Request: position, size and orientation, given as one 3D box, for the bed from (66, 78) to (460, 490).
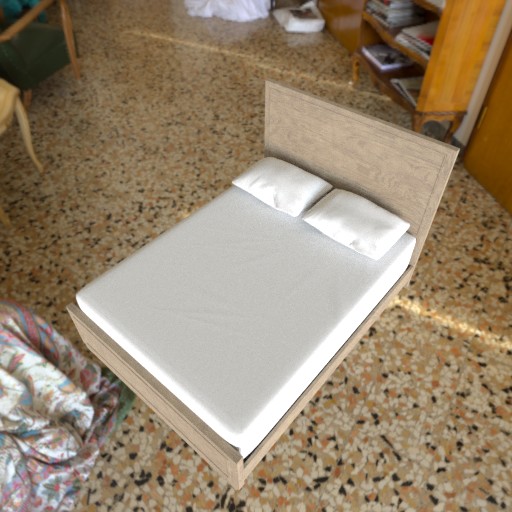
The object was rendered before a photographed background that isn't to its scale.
[{"bbox_3d":[0.000,0.000,3.150,1.606,1.369,2.189,32,54,27],"label":"bed"}]
